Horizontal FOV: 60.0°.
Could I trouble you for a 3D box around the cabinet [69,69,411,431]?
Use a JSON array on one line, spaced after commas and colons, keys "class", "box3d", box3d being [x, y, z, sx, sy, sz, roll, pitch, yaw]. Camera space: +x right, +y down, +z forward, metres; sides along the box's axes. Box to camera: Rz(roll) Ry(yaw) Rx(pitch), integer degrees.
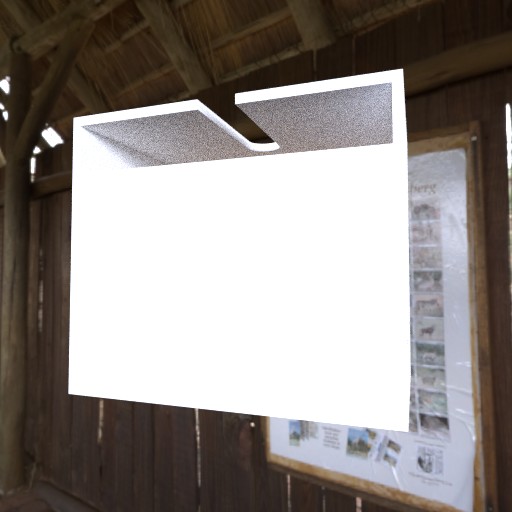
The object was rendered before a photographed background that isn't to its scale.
[{"class": "cabinet", "box3d": [0.000, 0.000, 0.925, 0.600, 0.522, 0.400, -1, -3, 20]}]
